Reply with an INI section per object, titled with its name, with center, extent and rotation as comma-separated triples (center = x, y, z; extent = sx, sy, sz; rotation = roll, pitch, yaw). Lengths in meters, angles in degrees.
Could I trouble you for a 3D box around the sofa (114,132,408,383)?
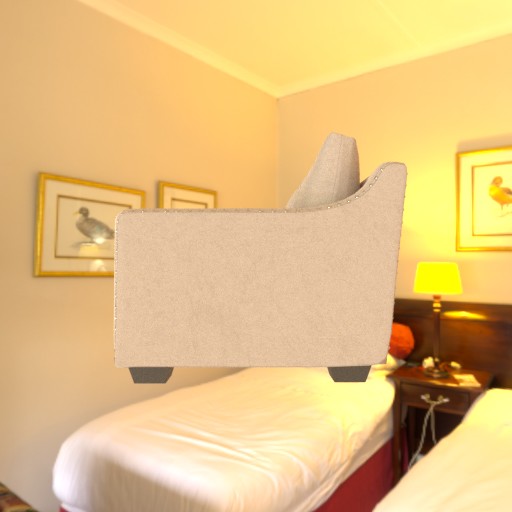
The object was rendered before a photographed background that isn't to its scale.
[sofa]
center = 0.000, 0.000, 2.470
extent = 1.030, 0.901, 1.967
rotation = 0, -1, 0
